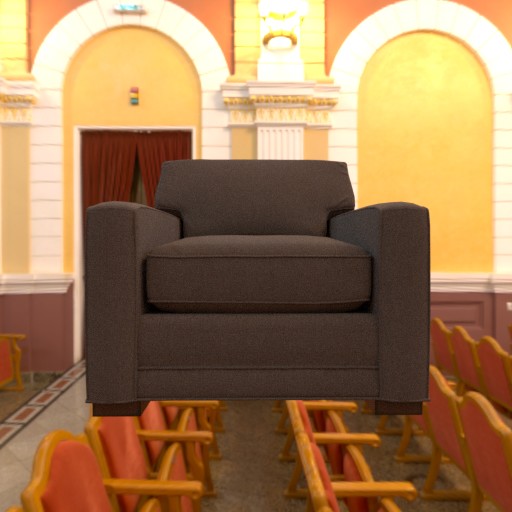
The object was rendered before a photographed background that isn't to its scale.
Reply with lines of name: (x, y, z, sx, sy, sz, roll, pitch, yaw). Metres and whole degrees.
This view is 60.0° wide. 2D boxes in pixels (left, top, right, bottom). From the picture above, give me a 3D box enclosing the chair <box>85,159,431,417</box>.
chair: (0.000, 0.000, 1.761, 0.997, 0.913, 1.043, 0, 1, -1)
